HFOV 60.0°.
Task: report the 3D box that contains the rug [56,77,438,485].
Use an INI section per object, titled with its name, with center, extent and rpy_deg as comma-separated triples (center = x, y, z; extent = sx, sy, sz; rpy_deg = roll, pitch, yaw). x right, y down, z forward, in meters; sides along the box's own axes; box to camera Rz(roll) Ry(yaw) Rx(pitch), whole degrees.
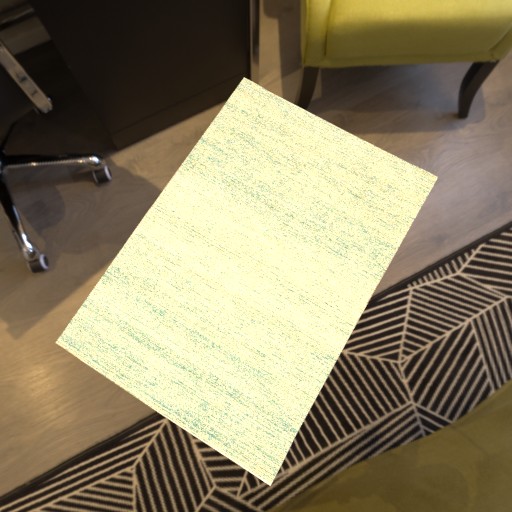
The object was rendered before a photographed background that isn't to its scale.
[rug]
center = 0.000, 0.000, 2.955
extent = 1.593, 0.029, 2.305
rpy_deg = 30, 77, 8
